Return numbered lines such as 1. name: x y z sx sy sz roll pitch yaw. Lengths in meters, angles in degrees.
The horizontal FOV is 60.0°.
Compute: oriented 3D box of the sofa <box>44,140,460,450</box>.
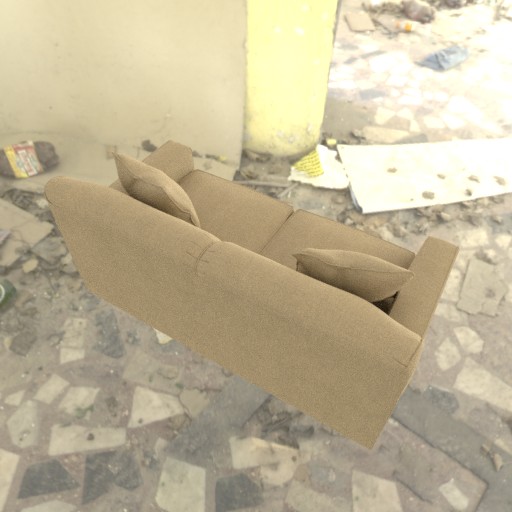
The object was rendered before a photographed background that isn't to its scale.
1. sofa: 0.000 0.000 2.383 1.846 0.958 0.998 24 52 20
